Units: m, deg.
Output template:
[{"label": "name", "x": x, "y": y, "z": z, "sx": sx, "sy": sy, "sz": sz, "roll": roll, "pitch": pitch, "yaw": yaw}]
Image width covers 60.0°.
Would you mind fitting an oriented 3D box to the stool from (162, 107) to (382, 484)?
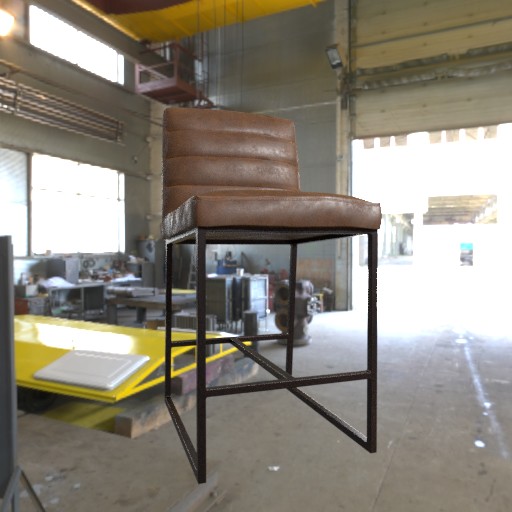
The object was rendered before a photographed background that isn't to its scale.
[{"label": "stool", "x": 0.000, "y": 0.000, "z": 1.235, "sx": 0.463, "sy": 0.942, "sz": 0.562, "roll": 0, "pitch": 1, "yaw": -19}]
